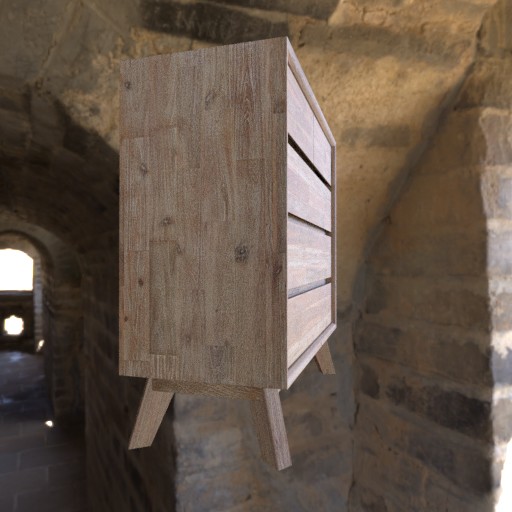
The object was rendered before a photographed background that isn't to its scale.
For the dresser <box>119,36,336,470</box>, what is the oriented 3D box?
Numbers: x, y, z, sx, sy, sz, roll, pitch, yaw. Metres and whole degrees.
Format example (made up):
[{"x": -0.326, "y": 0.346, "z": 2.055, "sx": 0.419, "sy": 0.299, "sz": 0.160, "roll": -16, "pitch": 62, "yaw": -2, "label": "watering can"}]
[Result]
[{"x": 0.000, "y": 0.000, "z": 1.584, "sx": 0.455, "sy": 1.029, "sz": 0.998, "roll": 0, "pitch": -1, "yaw": 17, "label": "dresser"}]
